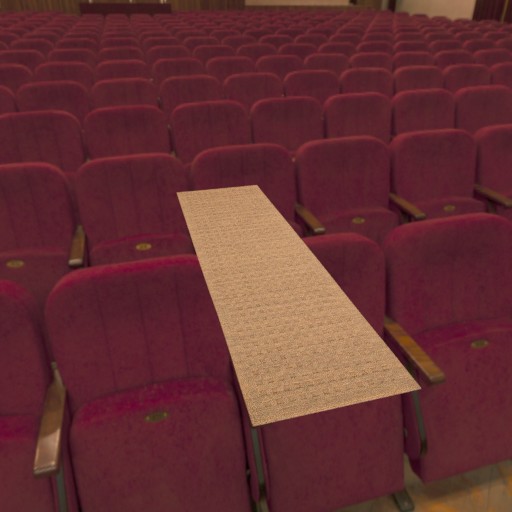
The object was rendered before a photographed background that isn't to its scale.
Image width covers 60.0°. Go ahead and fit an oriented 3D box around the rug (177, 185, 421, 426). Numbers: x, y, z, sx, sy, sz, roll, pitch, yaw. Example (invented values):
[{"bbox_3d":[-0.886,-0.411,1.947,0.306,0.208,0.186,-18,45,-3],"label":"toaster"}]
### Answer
[{"bbox_3d":[0.000,0.000,2.689,0.688,0.005,2.437,-7,29,-13],"label":"rug"}]
